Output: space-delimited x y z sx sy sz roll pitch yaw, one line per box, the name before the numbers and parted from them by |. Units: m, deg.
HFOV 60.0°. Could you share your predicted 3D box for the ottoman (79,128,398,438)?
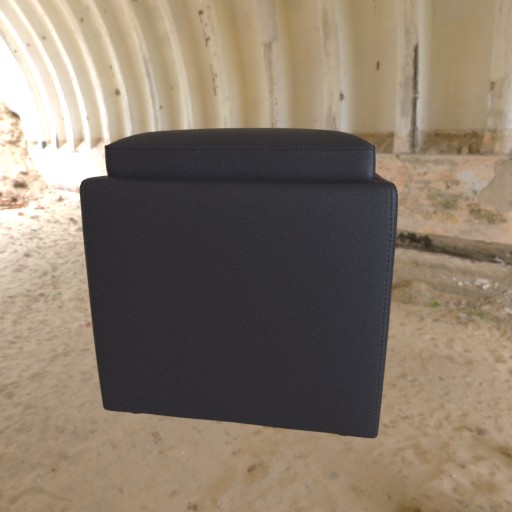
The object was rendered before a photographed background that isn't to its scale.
ottoman | 0.000 0.000 0.834 0.451 0.460 0.450 2 15 9
